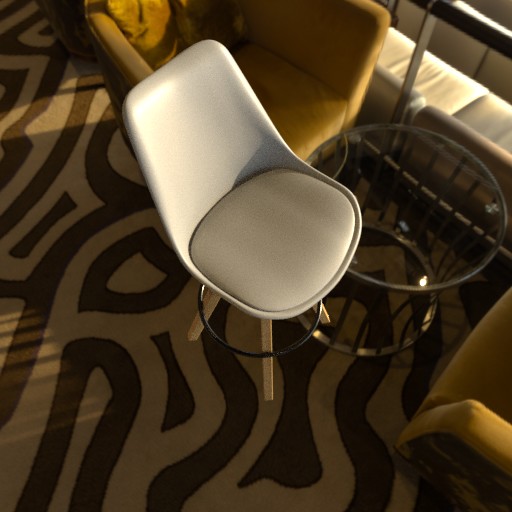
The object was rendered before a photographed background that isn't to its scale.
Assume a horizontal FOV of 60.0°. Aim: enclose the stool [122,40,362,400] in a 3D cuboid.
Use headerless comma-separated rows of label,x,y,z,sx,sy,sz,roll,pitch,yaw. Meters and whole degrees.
stool,0.000,0.000,1.377,0.550,1.115,0.485,33,64,18
